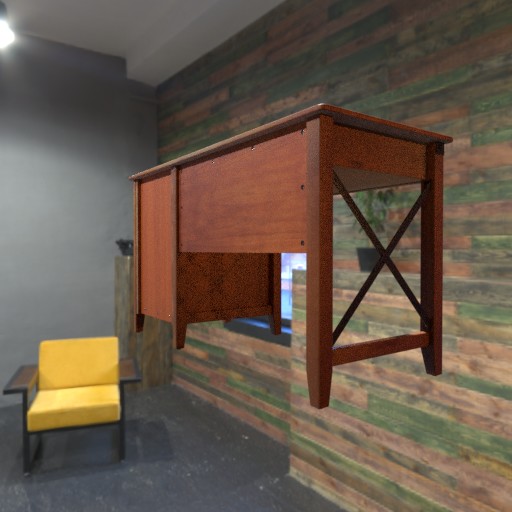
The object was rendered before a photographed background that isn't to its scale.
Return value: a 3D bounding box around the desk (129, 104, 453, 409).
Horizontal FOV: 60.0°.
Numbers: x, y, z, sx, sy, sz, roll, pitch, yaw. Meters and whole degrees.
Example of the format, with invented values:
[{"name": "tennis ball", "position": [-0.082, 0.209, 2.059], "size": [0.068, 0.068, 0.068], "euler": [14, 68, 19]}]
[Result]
[{"name": "desk", "position": [0.000, 0.000, 1.782], "size": [0.574, 0.756, 1.353], "euler": [-1, 1, -35]}]
